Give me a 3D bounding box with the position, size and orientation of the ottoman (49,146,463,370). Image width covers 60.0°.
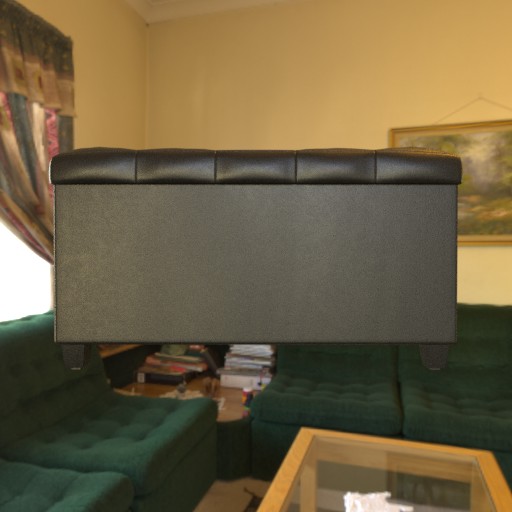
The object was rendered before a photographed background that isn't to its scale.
[{"bbox_3d":[0.000,0.000,1.093,0.838,0.470,0.432,0,1,0],"label":"ottoman"}]
